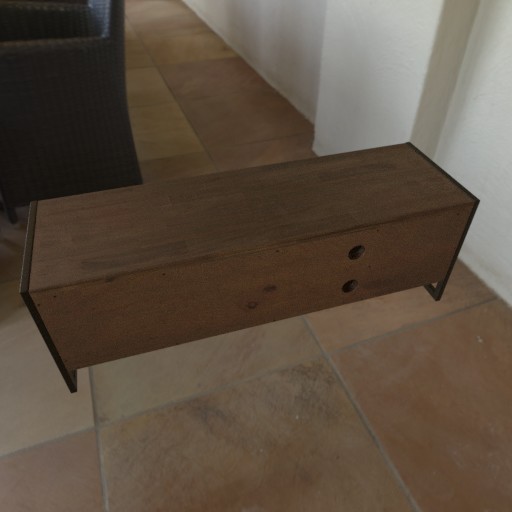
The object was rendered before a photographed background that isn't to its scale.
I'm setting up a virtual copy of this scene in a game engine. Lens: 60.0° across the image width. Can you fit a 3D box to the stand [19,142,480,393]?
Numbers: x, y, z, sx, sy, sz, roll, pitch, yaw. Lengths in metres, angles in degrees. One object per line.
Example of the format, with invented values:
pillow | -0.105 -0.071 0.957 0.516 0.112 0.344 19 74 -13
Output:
stand | 0.000 0.000 1.691 1.480 0.506 0.454 -12 43 -13
